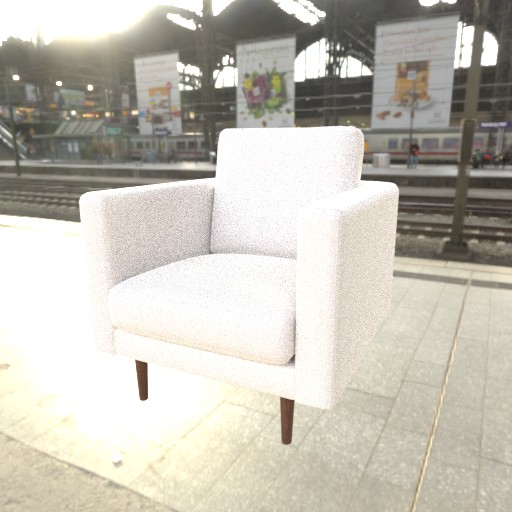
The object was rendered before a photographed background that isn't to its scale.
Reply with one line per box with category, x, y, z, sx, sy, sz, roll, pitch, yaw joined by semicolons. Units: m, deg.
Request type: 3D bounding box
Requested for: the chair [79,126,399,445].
chair;0.000;0.000;1.571;0.831;0.899;0.879;6;15;25
